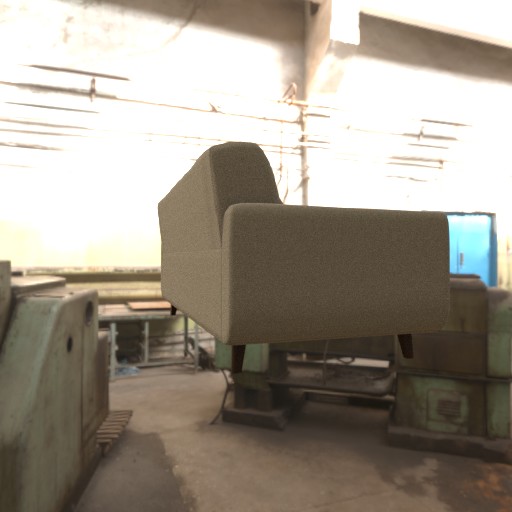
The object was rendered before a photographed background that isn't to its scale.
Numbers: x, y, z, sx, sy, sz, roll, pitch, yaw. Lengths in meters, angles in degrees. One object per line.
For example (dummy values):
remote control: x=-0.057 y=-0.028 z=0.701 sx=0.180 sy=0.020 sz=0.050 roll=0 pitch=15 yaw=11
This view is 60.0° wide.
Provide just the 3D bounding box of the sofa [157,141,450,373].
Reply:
sofa: x=0.000 y=0.000 z=2.651 sx=0.980 sy=0.892 sz=2.137 roll=0 pitch=0 yaw=-18
